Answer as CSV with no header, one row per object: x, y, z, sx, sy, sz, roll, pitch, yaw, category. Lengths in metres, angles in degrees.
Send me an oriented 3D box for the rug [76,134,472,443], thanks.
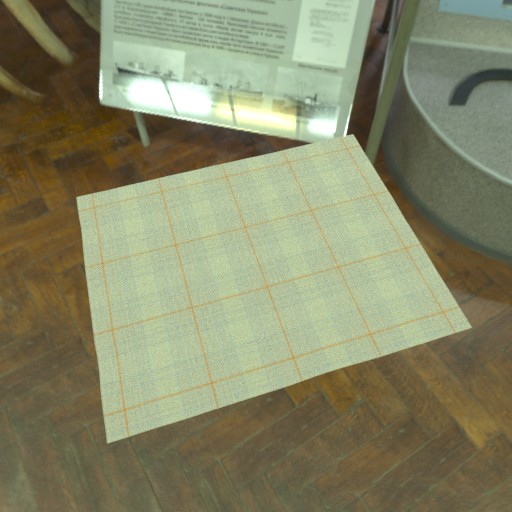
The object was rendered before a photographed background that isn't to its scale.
0.000,0.000,4.107,3.051,0.021,2.448,-15,59,-9,rug
